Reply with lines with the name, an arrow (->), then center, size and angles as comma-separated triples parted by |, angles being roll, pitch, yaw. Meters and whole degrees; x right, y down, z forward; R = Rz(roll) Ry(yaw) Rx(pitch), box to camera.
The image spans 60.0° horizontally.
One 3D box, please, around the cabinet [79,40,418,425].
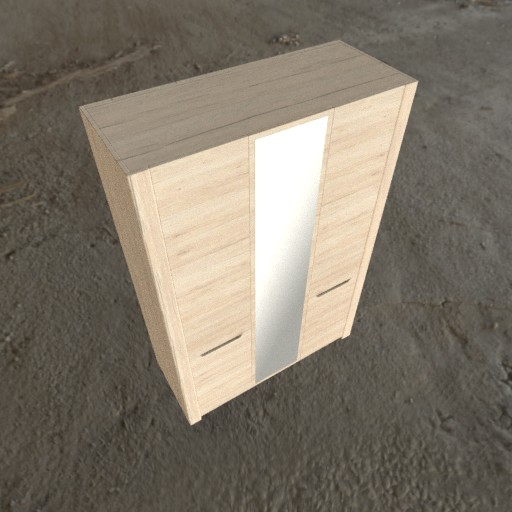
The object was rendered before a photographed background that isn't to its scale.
cabinet -> 0.000, 0.000, 2.697 | 1.400, 2.070, 0.580 | -24, 51, -21
